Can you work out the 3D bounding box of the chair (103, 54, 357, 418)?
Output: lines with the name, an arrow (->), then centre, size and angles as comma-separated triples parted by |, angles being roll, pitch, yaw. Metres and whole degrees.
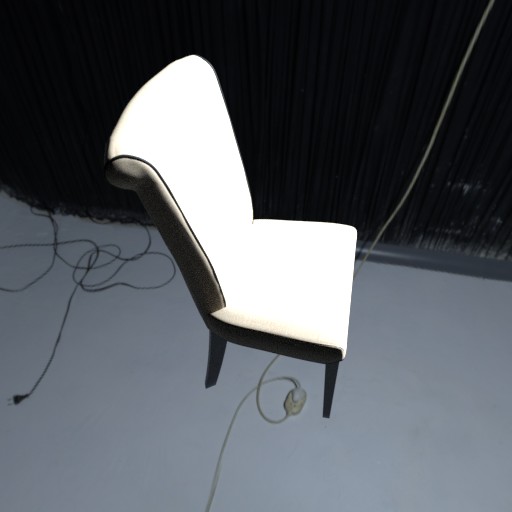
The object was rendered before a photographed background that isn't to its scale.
chair -> 0.000, 0.000, 1.369 | 0.623, 0.997, 0.522 | 9, 48, 8
